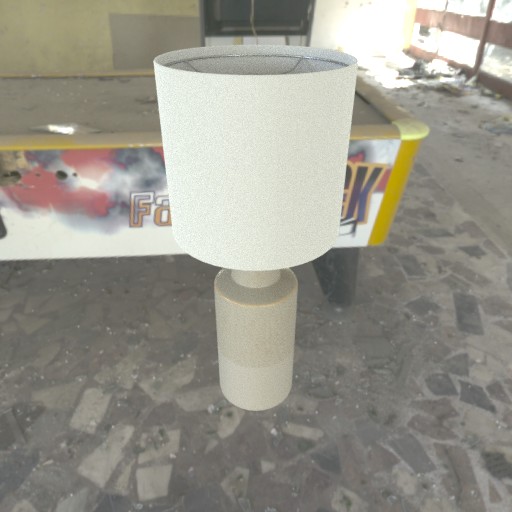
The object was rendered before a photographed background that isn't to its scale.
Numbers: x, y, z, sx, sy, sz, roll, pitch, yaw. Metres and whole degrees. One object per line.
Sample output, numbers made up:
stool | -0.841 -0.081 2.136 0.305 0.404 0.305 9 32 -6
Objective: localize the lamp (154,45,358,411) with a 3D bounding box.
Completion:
lamp | 0.000 0.000 0.597 0.212 0.493 0.212 20 37 28
